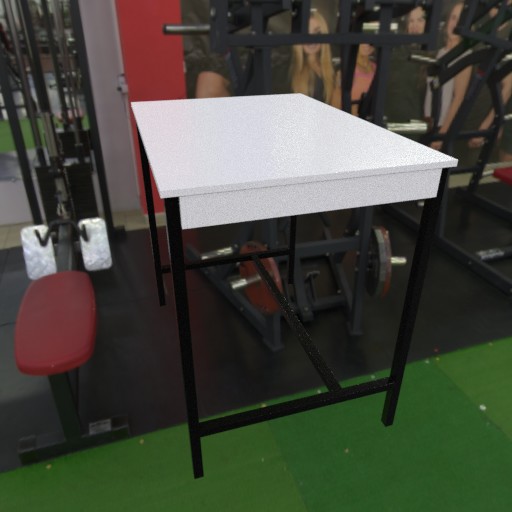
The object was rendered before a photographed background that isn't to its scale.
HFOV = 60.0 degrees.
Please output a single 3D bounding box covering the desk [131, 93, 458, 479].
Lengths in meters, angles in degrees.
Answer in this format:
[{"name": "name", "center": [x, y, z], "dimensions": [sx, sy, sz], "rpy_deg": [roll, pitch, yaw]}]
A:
[{"name": "desk", "center": [0.000, 0.000, 1.312], "dimensions": [0.573, 0.766, 0.811], "rpy_deg": [-8, 30, -15]}]
